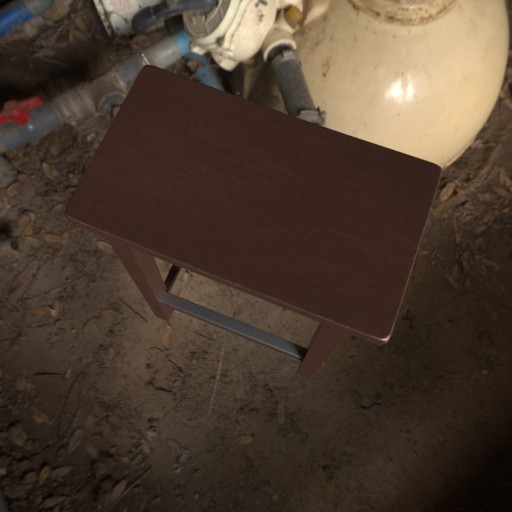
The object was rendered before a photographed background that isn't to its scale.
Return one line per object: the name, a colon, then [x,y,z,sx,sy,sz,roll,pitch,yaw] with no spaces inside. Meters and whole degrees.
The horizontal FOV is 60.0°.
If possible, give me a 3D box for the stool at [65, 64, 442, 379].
stool: [0.000,0.000,0.827,0.406,0.610,0.322,21,76,6]
